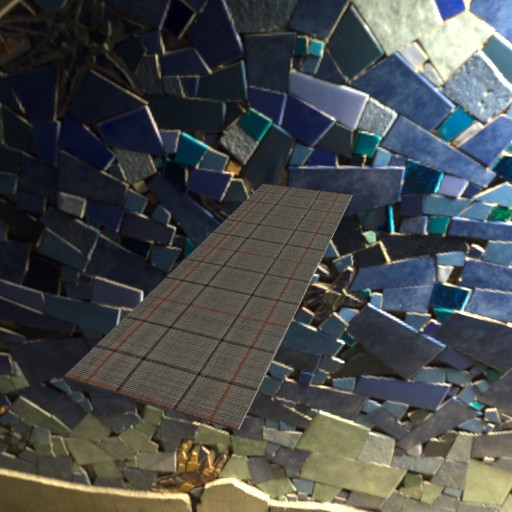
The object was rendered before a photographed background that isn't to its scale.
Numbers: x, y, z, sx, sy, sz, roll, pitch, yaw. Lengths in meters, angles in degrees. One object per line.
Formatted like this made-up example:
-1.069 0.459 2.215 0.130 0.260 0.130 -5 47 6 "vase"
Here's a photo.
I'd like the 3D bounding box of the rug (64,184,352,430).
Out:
0.000 0.000 2.684 0.762 0.008 2.439 10 30 18 "rug"
